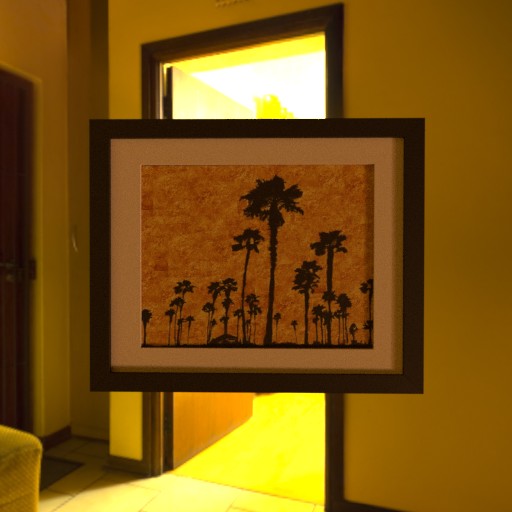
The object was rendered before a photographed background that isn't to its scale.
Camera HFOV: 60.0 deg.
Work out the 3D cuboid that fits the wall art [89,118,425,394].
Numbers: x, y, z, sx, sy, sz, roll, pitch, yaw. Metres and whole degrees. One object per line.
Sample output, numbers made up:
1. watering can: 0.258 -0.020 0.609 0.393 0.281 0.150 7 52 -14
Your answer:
1. wall art: 0.000 0.000 0.755 0.561 0.460 0.028 0 1 1
